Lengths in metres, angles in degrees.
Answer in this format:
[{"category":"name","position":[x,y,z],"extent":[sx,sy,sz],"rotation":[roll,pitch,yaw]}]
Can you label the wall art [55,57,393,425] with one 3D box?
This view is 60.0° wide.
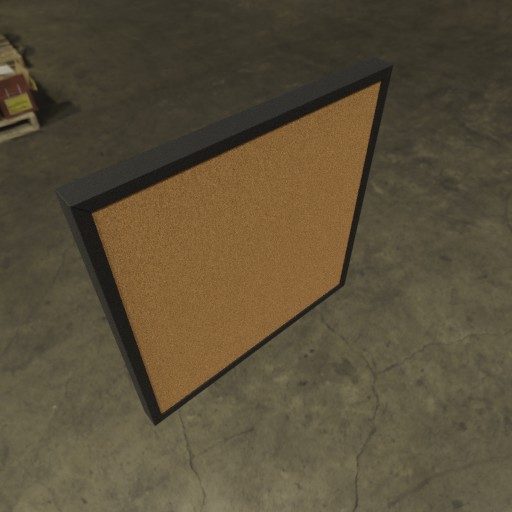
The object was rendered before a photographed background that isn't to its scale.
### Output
[{"category":"wall art","position":[0.000,0.000,0.736],"extent":[0.508,0.508,0.037],"rotation":[-32,54,-27]}]
